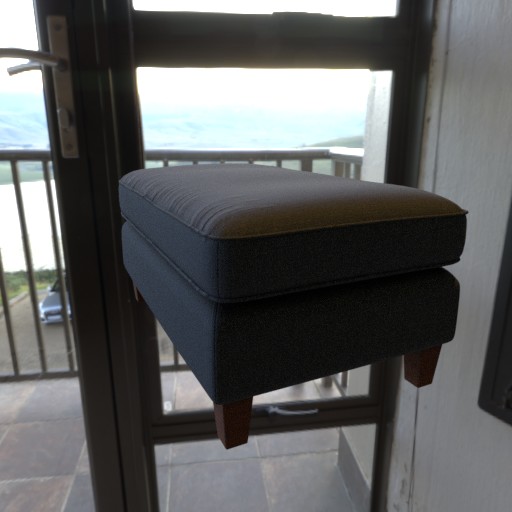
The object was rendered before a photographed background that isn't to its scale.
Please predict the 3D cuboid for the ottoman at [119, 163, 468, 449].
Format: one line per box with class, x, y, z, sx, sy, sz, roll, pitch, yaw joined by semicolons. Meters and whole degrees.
ottoman;0.000;0.000;1.164;0.570;0.438;0.885;-7;18;-25
